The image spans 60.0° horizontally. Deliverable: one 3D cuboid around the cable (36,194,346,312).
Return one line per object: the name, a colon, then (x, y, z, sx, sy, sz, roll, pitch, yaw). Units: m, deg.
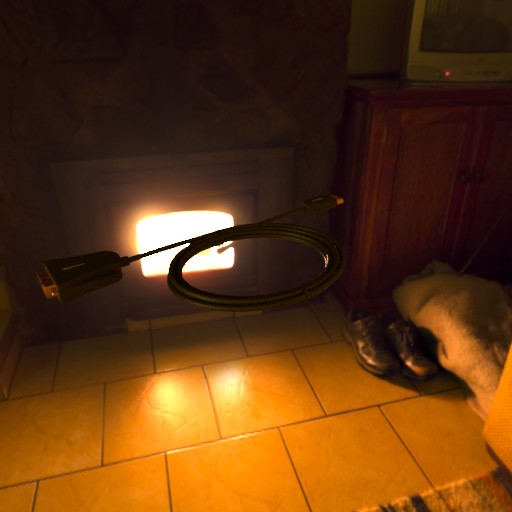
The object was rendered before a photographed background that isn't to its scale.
cable: (0.000, 0.000, 0.332, 0.281, 0.015, 0.136, -18, 32, -31)
